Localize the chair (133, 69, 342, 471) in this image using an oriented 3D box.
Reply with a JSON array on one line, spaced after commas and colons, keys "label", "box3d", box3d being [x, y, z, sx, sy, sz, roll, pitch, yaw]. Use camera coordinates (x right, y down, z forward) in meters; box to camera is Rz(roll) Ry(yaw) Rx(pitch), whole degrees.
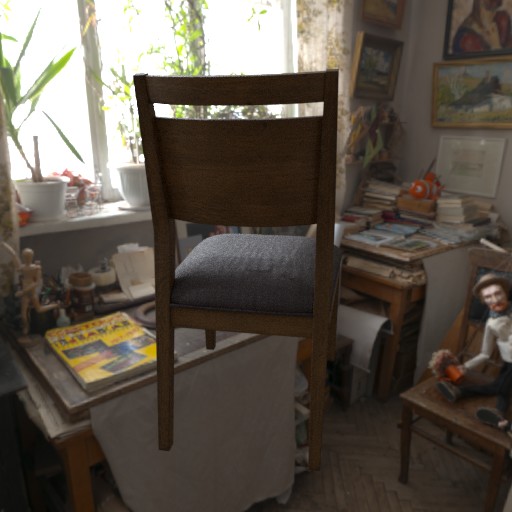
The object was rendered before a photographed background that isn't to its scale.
[{"label": "chair", "box3d": [0.000, 0.000, 1.282, 0.501, 0.939, 0.610, 3, 17, 10]}]
